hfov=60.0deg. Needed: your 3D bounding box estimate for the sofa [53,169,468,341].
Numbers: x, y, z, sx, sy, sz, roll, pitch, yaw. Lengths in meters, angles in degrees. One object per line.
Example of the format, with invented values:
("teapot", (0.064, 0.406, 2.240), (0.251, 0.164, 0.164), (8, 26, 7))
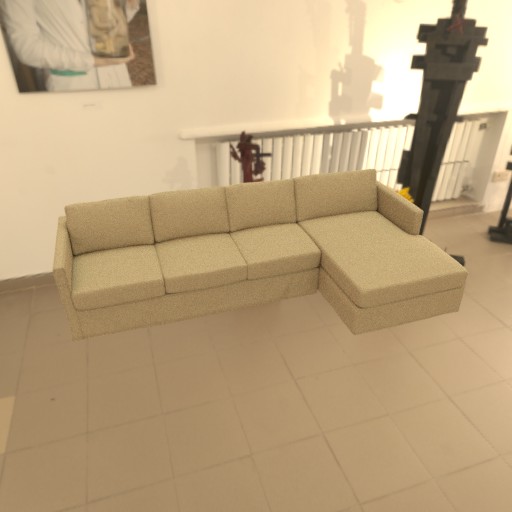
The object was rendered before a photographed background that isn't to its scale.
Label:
("sofa", (0.000, 0.000, 3.839), (3.177, 0.867, 1.622), (-10, 32, -16))
